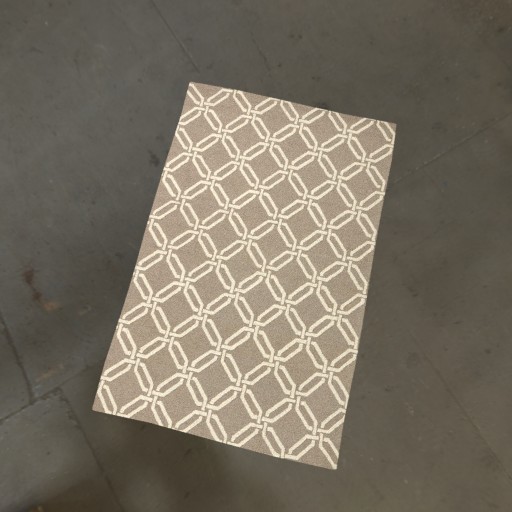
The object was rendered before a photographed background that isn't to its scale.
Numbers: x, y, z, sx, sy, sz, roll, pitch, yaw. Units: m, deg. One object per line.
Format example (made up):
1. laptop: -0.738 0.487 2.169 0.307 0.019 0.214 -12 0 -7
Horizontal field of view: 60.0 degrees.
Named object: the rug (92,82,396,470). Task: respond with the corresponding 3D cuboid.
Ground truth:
1. rug: 0.000 0.000 2.182 1.142 0.010 1.748 13 77 3
